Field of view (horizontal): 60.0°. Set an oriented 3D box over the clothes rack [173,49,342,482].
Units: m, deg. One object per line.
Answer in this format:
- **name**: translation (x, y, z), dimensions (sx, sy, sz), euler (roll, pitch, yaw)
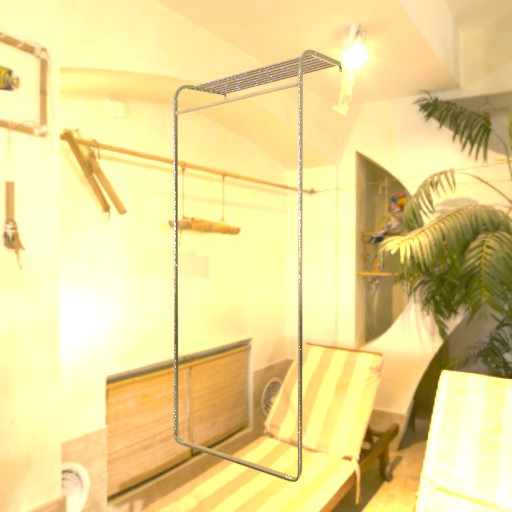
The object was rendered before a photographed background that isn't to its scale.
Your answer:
- **clothes rack**: translation (0.000, 0.000, 1.834), dimensions (0.609, 1.574, 0.349), euler (0, 1, 34)
